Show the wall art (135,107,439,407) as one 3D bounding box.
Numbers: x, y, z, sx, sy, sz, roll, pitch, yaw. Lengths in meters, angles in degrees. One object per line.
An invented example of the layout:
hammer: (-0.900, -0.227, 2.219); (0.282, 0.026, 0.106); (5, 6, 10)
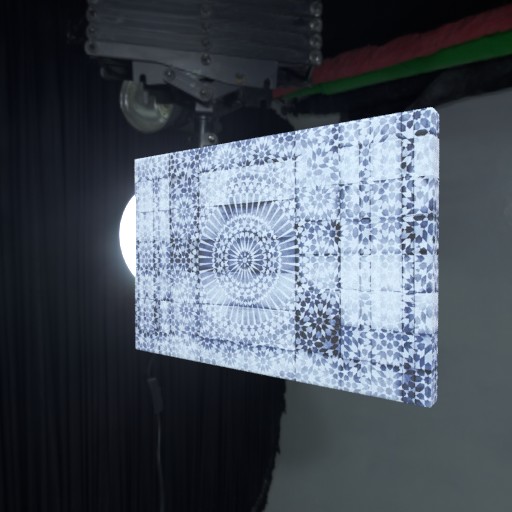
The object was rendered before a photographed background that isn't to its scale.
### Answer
wall art: (0.000, 0.000, 1.180); (0.911, 0.608, 0.057); (1, 1, 35)
